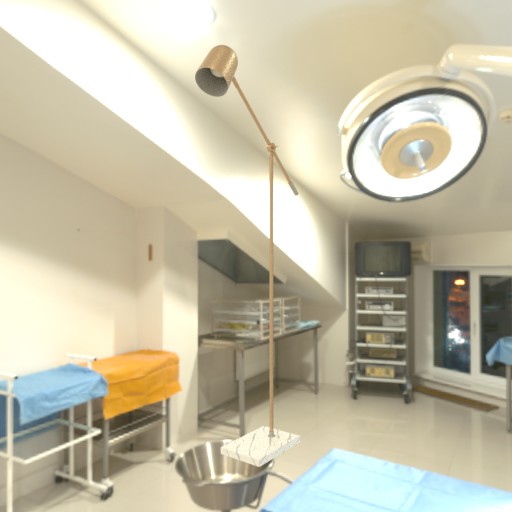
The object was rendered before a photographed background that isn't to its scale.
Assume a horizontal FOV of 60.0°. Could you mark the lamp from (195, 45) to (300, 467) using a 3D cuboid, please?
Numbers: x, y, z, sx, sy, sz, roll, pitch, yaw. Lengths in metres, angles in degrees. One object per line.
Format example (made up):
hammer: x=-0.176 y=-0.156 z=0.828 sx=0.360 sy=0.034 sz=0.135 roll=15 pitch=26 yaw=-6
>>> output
lamp: x=0.000 y=0.000 z=1.827 sx=0.194 sy=1.594 sz=0.653 roll=-1 pitch=-1 yaw=37
